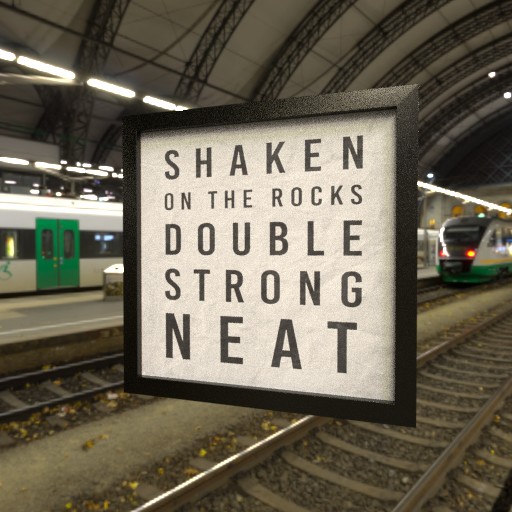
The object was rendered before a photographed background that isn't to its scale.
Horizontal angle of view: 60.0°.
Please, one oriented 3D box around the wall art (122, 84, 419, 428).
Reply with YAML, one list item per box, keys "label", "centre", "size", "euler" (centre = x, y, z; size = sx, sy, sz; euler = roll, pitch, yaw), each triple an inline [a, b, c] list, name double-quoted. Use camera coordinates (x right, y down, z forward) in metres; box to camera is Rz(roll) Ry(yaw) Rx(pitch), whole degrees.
- label: "wall art"
  centre: [0.000, 0.000, 0.510]
  size: [0.349, 0.349, 0.014]
  euler: [0, 1, 18]
